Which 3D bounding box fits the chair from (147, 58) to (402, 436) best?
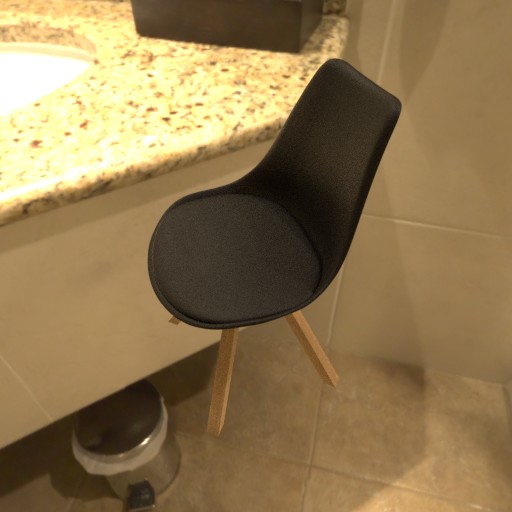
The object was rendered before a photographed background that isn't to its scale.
[{"bbox_3d":[0.000,0.000,1.154,0.549,0.850,0.485,-17,48,-16],"label":"chair"}]
